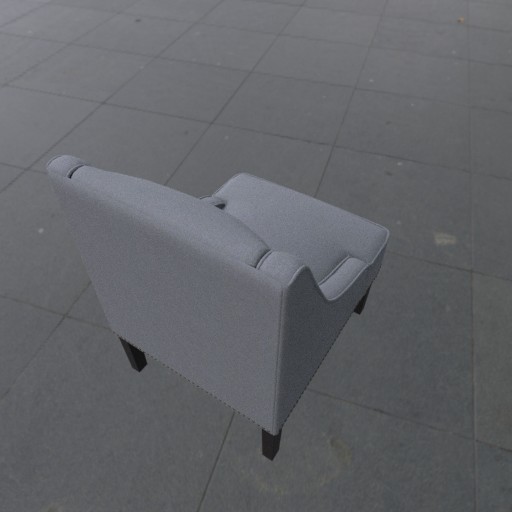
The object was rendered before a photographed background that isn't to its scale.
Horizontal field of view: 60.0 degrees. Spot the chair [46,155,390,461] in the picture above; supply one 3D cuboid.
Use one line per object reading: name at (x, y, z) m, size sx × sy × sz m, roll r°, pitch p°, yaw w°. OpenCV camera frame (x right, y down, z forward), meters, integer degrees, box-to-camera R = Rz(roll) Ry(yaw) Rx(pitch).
chair at (0.000, 0.000, 1.358) m, size 0.631 × 0.867 × 0.747 m, roll 25°, pitch 51°, yaw 22°
